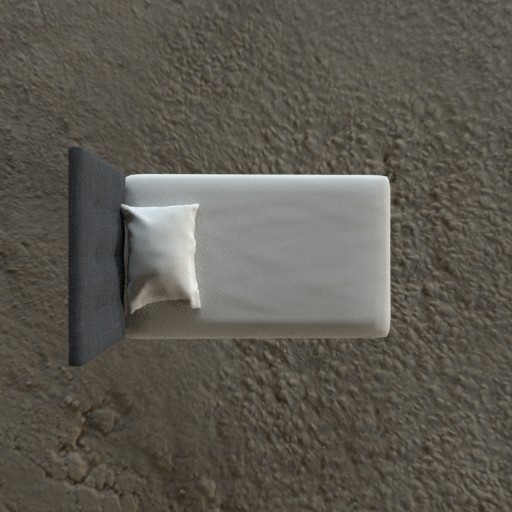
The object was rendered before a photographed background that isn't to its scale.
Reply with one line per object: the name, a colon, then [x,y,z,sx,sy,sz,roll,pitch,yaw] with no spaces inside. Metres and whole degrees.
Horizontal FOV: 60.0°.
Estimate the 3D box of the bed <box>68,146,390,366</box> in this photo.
bed: [0.000,0.000,3.069,1.997,1.571,1.261,0,90,-1]
